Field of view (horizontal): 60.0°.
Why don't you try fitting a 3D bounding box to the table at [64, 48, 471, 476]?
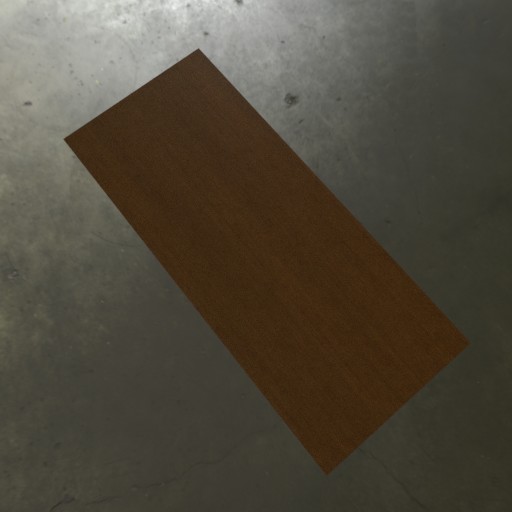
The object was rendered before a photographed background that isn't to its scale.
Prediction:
[{"bbox_3d":[0.000,0.000,1.402,0.490,0.464,1.119,-38,78,-9],"label":"table"}]
